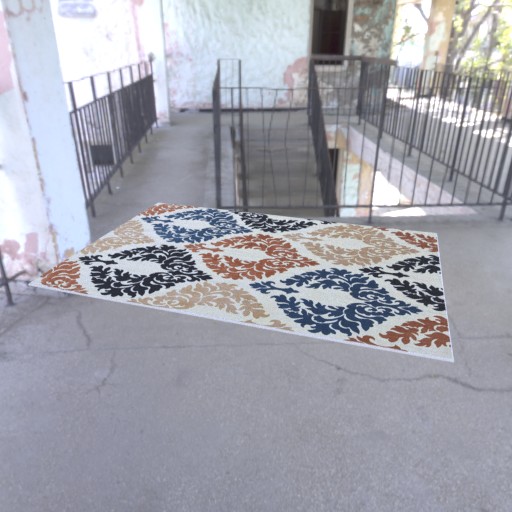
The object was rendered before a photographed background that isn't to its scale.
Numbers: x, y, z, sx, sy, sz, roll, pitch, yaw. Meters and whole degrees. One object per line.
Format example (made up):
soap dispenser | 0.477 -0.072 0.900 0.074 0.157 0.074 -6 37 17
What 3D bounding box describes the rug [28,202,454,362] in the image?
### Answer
rug | 0.000 0.000 2.875 2.275 0.014 1.514 8 27 16
